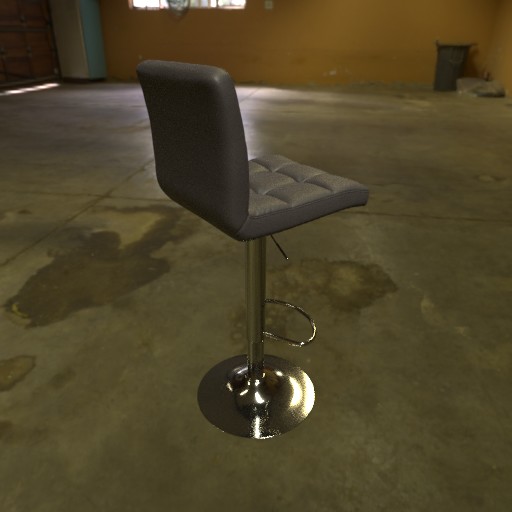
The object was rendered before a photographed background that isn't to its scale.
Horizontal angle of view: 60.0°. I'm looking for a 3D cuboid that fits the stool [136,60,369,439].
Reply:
[{"bbox_3d":[0.000,0.000,1.372,0.505,1.115,0.430,-17,31,-31],"label":"stool"}]
